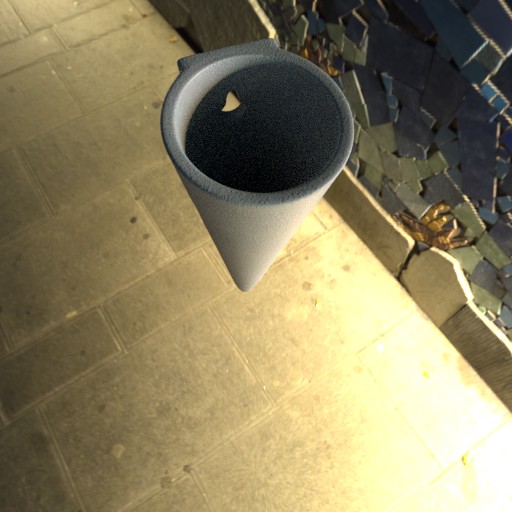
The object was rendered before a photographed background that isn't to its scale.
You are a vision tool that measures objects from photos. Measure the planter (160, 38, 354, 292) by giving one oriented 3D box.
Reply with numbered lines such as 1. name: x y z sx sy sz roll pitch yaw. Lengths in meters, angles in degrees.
1. planter: 0.000 0.000 0.219 0.057 0.191 0.064 -17 65 -8
